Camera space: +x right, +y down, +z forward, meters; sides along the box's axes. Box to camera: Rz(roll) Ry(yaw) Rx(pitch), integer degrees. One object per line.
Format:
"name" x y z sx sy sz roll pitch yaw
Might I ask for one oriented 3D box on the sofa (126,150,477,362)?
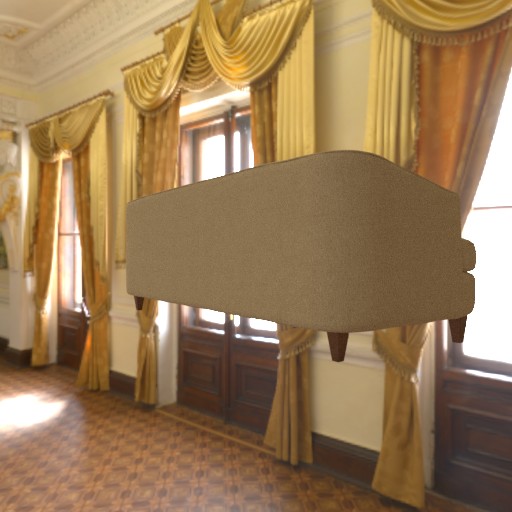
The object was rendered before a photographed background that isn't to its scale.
"sofa" 0.000 0.000 2.646 0.913 0.788 2.235 0 0 -37
